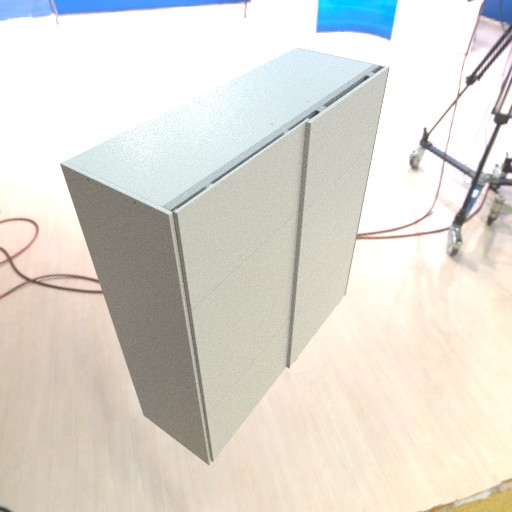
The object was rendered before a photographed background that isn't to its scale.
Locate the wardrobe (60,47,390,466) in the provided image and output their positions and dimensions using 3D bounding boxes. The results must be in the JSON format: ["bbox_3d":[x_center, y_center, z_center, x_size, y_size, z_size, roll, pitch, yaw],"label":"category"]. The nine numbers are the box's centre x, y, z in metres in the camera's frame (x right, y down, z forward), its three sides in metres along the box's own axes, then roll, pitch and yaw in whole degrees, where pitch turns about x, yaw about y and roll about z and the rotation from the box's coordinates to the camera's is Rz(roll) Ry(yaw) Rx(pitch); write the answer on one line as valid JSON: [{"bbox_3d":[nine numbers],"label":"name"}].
[{"bbox_3d":[0.000,0.000,2.792,0.629,1.960,1.780,25,48,26],"label":"wardrobe"}]
